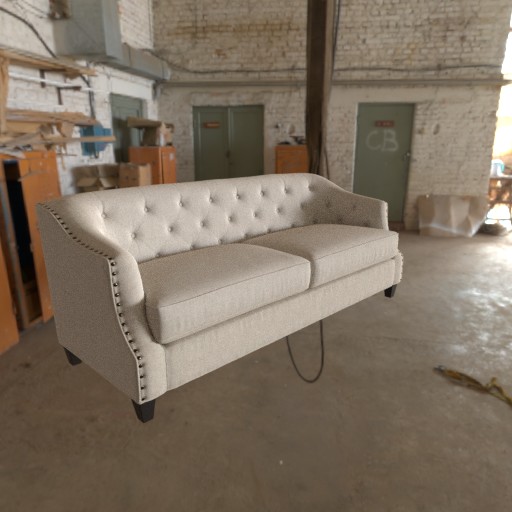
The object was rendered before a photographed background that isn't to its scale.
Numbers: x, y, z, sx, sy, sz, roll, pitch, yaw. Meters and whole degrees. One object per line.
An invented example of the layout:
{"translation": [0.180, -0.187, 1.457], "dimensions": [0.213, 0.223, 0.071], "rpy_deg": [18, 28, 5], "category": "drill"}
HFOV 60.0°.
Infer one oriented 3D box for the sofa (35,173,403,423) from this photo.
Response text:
{"translation": [0.000, 0.000, 2.771], "dimensions": [0.914, 0.901, 2.235], "rpy_deg": [14, 21, 43], "category": "sofa"}
